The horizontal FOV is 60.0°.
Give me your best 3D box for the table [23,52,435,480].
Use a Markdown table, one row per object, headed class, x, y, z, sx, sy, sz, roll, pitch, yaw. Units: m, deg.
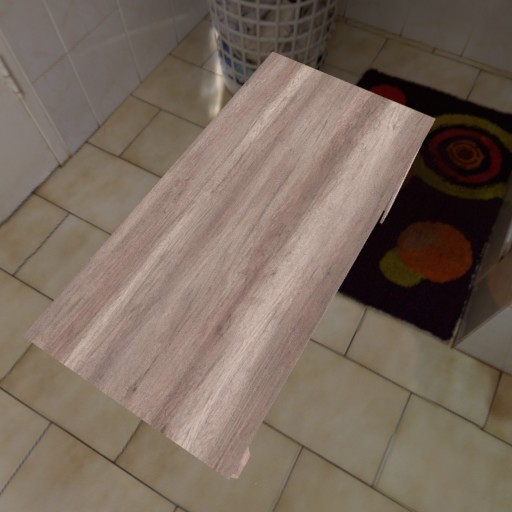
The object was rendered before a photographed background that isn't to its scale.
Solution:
| class | x | y | z | sx | sy | sz | roll | pitch | yaw |
| --- | --- | --- | --- | --- | --- | --- | --- | --- | --- |
| table | 0.000 | 0.000 | 2.217 | 0.900 | 0.790 | 1.800 | 29 | 66 | 14 |
